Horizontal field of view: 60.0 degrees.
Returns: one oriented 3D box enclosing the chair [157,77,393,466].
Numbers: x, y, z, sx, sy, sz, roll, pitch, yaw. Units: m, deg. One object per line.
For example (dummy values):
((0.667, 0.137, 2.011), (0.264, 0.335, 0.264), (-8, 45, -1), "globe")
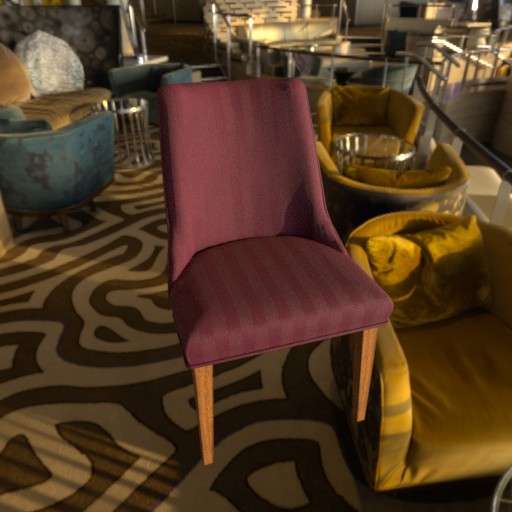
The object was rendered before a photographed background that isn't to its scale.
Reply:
((0.000, 0.000, 1.317), (0.548, 0.916, 0.638), (-9, 32, -15), "chair")
